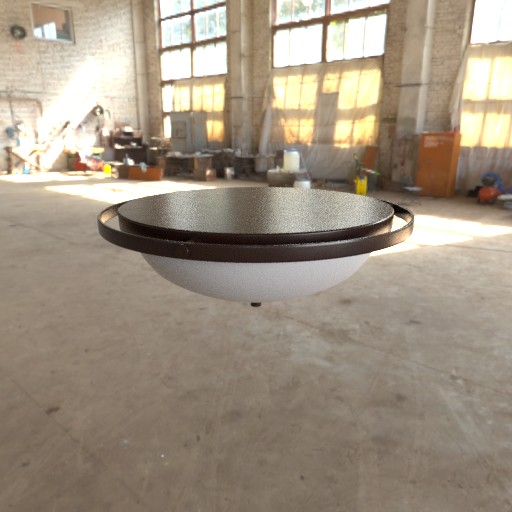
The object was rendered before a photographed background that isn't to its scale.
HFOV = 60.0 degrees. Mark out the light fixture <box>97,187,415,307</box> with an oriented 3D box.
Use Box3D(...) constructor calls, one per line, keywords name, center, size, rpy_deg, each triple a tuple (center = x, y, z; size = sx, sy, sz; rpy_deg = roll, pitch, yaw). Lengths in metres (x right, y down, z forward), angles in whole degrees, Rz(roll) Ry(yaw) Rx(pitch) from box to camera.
Box3D(name="light fixture", center=(0.000, 0.000, 0.549), size=(0.361, 0.130, 0.361), rpy_deg=(0, 16, 0))
